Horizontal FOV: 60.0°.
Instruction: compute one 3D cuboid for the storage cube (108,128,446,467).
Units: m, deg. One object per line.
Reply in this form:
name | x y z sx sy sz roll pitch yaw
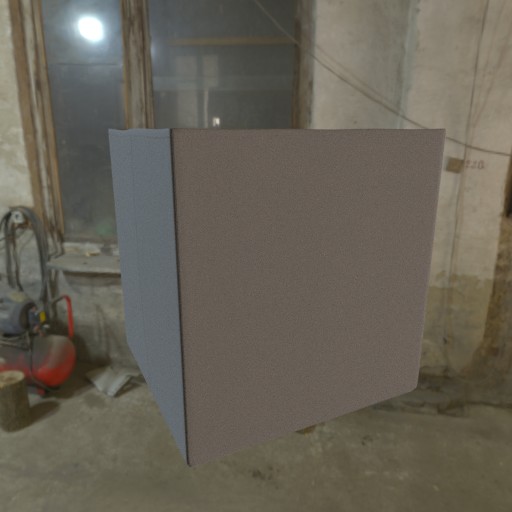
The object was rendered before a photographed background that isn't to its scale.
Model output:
storage cube | 0.000 0.000 0.507 0.270 0.280 0.270 -8 18 -26
